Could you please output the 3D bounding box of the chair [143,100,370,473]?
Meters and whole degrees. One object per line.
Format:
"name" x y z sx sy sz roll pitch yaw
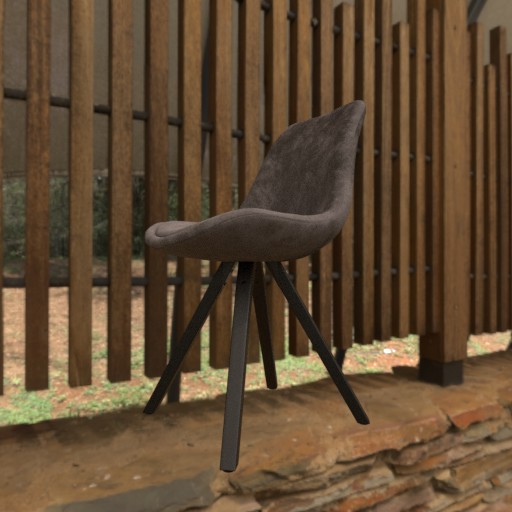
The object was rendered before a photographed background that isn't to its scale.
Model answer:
"chair" 0.000 0.000 1.165 0.550 0.850 0.485 0 -1 -36
